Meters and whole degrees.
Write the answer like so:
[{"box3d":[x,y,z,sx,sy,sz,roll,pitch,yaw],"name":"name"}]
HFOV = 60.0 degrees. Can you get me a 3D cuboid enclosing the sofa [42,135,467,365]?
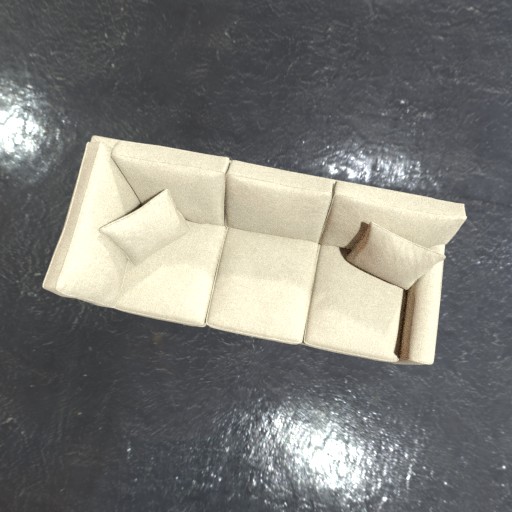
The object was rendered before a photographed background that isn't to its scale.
[{"box3d":[0.000,0.000,2.920,2.323,0.948,1.053,11,77,3],"name":"sofa"}]
